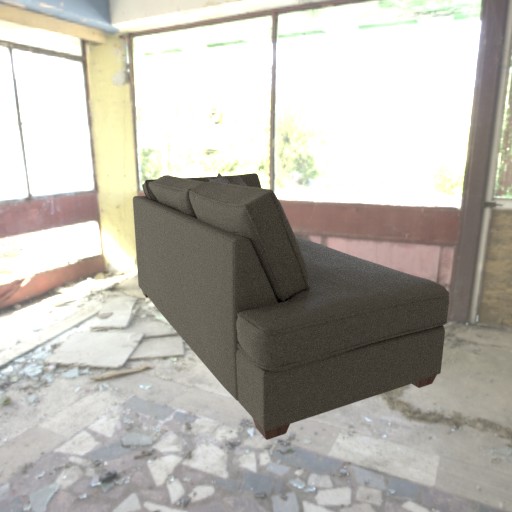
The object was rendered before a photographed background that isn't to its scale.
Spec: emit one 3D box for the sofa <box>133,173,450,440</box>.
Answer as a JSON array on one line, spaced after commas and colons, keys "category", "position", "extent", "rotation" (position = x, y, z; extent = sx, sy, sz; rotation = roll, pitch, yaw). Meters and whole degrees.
[{"category": "sofa", "position": [0.000, 0.000, 2.902], "extent": [1.110, 1.033, 2.237], "rotation": [-7, 16, -27]}]
